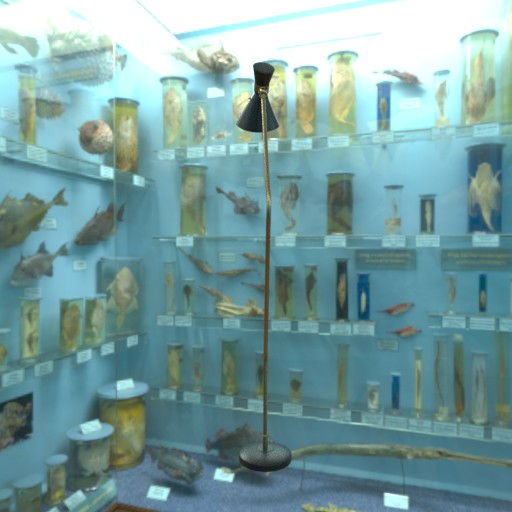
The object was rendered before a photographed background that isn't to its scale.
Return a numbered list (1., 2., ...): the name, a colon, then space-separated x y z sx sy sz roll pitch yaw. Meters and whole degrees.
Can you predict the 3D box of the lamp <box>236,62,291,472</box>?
1. lamp: 0.000 0.000 1.608 0.277 1.438 0.467 0 0 20
